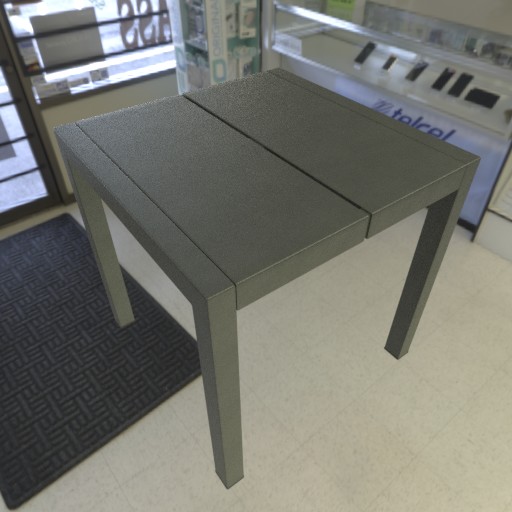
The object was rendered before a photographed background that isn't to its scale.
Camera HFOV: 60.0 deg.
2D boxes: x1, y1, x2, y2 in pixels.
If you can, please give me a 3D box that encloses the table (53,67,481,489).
[{"bbox_3d":[0.000,0.000,0.901,0.508,0.508,0.508,-26,48,-26],"label":"table"}]
